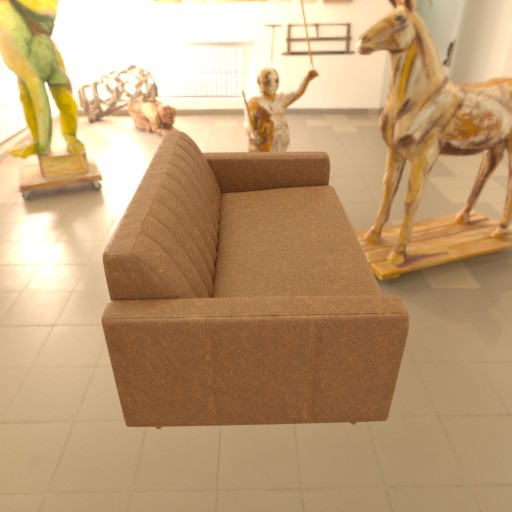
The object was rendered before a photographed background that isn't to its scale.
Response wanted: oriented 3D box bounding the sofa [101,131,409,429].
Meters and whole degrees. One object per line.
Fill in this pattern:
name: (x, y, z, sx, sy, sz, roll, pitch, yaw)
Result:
sofa: (0.000, 0.000, 2.074, 0.960, 0.820, 1.549, -1, 31, -1)
